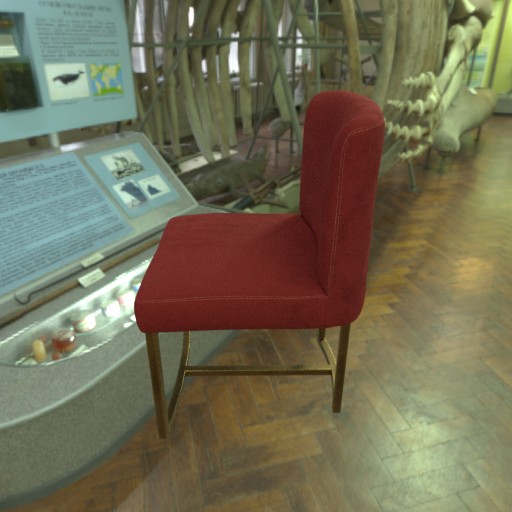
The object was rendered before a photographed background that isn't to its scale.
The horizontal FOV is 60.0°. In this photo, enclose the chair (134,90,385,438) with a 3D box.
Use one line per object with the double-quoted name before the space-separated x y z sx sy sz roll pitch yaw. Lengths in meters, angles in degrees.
"chair" 0.000 0.000 1.208 0.560 0.824 0.530 0 26 -1
